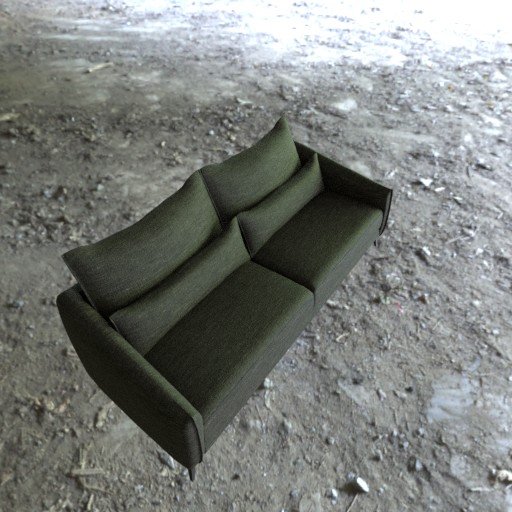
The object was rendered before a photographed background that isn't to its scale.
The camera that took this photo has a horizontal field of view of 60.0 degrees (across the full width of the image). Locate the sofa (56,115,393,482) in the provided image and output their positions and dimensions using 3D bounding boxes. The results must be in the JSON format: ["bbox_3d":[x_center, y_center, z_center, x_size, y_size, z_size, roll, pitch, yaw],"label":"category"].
[{"bbox_3d":[0.000,0.000,2.428,0.807,0.843,2.019,25,46,26],"label":"sofa"}]
